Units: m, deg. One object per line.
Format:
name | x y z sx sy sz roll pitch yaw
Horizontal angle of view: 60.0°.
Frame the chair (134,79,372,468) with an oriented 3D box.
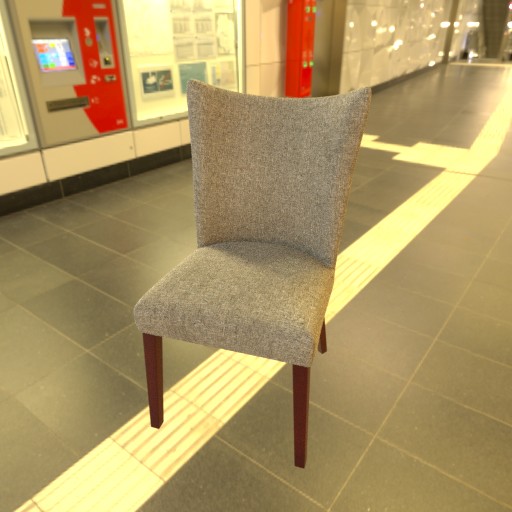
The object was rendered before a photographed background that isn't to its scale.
chair | 0.000 0.000 1.309 0.535 0.924 0.623 8 29 15
